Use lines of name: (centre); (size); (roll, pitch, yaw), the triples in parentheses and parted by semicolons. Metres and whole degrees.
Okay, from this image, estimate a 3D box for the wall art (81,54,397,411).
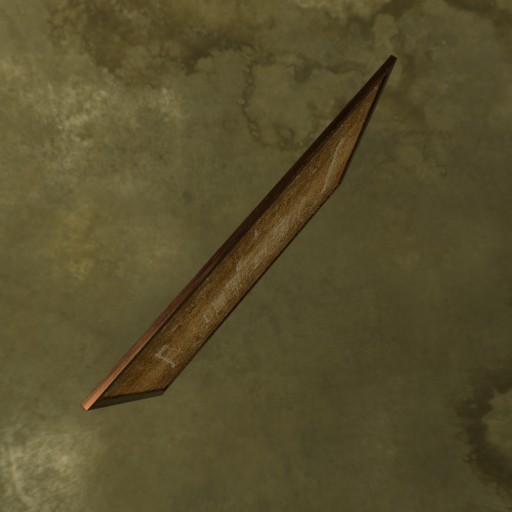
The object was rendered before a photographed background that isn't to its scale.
wall art: (0.000, 0.000, 1.021); (0.014, 0.559, 0.816); (39, 78, 10)
